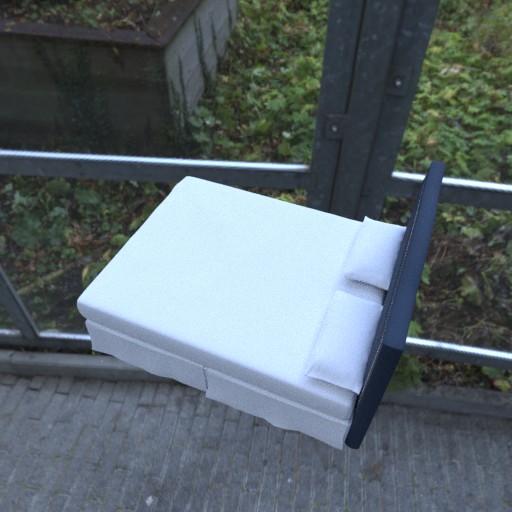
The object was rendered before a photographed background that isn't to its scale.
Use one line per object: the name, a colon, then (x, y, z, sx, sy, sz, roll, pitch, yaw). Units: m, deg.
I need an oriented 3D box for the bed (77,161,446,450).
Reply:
bed: (0.000, 0.000, 3.447, 2.282, 1.436, 1.821, 17, 49, 16)
